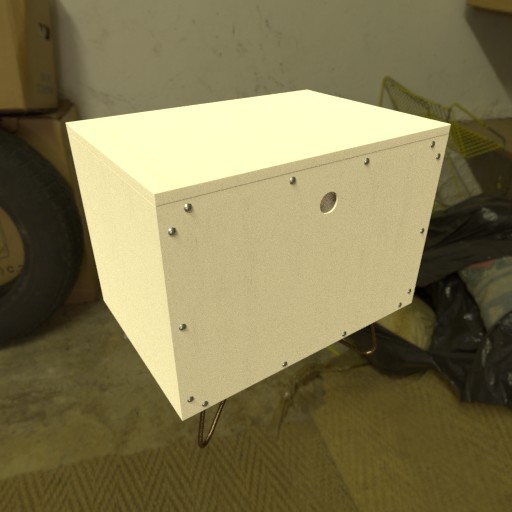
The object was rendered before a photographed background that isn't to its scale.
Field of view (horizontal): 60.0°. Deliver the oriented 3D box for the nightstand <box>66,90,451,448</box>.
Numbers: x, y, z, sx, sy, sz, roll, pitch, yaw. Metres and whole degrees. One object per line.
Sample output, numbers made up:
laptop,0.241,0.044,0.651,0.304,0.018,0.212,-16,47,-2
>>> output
nightstand,0.000,0.000,1.019,0.614,0.604,0.447,-19,36,-29
